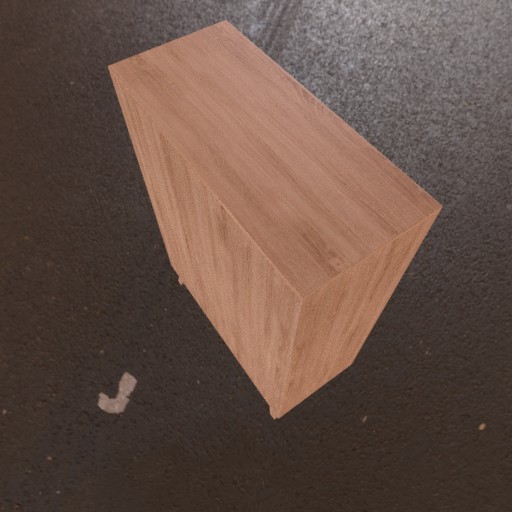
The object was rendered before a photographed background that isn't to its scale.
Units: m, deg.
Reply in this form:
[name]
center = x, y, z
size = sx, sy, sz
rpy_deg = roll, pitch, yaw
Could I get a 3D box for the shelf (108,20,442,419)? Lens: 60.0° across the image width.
[shelf]
center = 0.000, 0.000, 1.852
size = 0.450, 1.390, 1.000
rpy_deg = -31, 63, -18
